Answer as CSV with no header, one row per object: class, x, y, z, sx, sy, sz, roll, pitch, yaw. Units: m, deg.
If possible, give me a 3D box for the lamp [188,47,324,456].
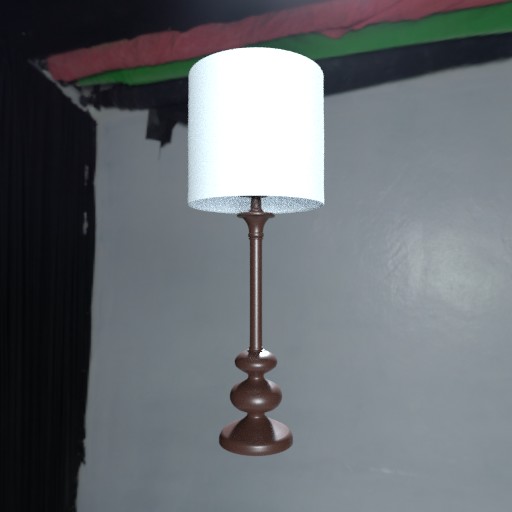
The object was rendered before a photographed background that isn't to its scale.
lamp,0.000,0.000,0.832,0.254,0.690,0.254,0,-2,19
